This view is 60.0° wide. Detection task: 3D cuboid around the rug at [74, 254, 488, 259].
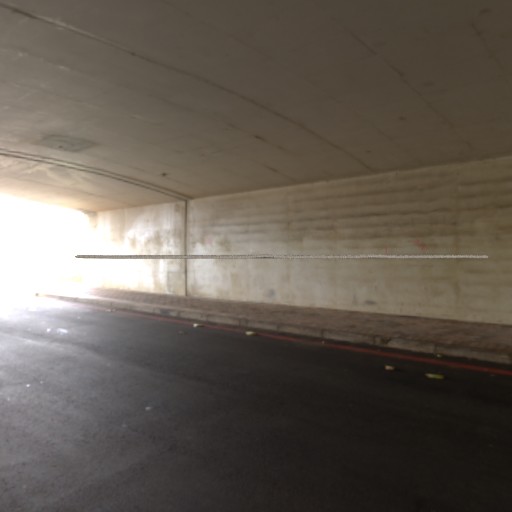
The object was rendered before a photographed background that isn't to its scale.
[{"bbox_3d":[0.000,0.000,0.902,0.639,0.006,0.548,0,0,-17],"label":"rug"}]
